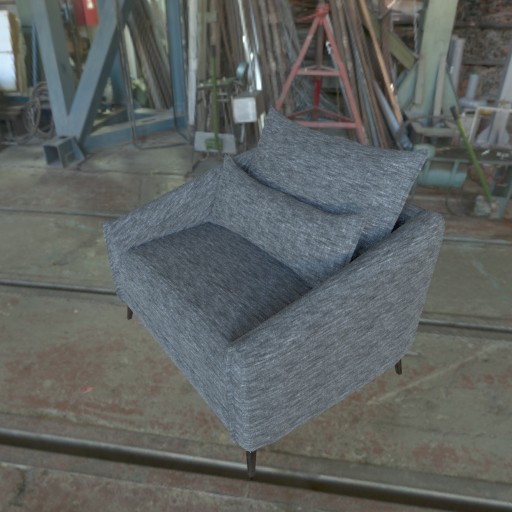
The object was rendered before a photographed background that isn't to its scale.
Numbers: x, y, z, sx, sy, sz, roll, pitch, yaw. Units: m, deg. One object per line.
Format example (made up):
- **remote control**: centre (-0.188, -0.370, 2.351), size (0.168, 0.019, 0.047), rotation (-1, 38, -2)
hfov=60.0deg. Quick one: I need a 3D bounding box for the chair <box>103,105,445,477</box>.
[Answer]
- **chair**: centre (0.000, 0.000, 1.608), size (0.805, 0.842, 1.004), rotation (-21, 36, -31)
